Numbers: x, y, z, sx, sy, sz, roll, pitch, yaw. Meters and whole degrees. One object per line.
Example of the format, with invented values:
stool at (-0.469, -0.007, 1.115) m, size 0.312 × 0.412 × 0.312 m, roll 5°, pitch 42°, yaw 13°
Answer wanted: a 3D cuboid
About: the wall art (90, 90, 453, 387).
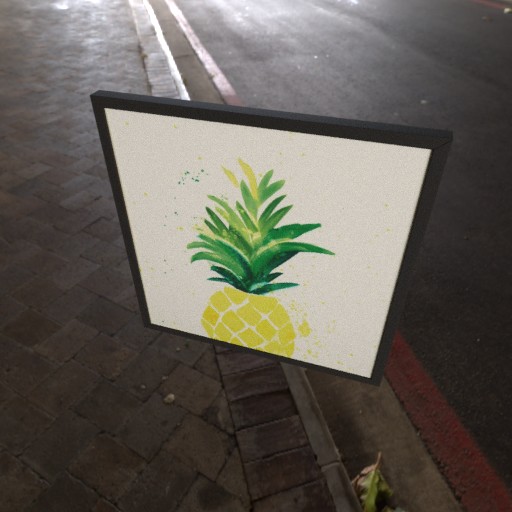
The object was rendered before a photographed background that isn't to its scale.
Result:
wall art at (0.000, 0.000, 1.146) m, size 0.762 × 0.760 × 0.037 m, roll 11°, pitch 40°, yaw 14°
